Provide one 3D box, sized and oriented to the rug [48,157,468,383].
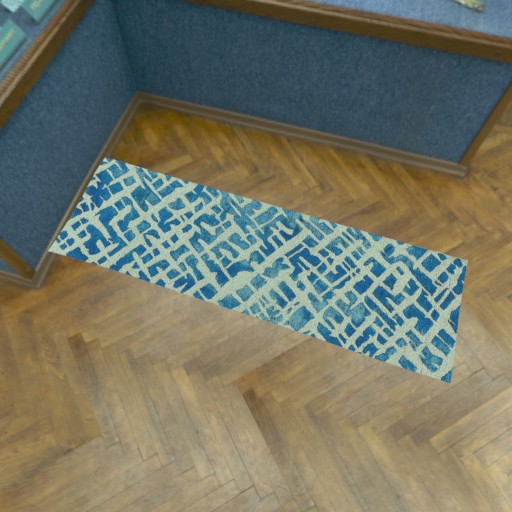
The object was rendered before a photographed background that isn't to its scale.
[{"bbox_3d":[0.000,0.000,2.696,2.446,0.011,0.768,17,65,8],"label":"rug"}]
